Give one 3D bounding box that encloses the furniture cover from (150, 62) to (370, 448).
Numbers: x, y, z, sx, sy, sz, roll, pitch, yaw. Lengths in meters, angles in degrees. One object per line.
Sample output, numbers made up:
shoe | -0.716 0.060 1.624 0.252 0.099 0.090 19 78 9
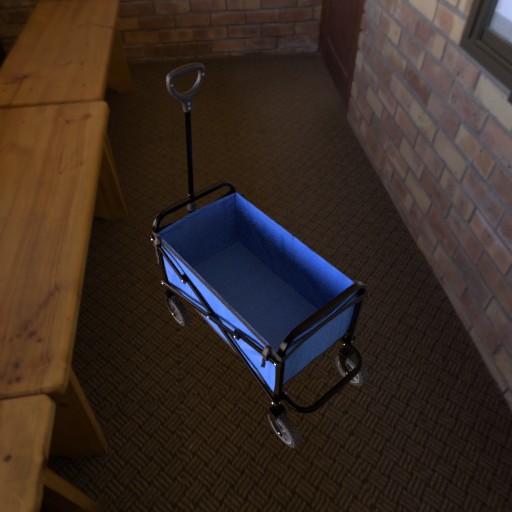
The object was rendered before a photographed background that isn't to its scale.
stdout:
furniture cover | 0.000 0.000 1.787 0.532 1.295 1.038 -32 54 -26
